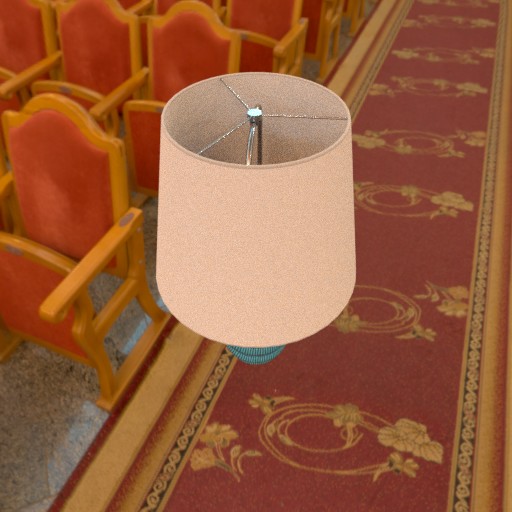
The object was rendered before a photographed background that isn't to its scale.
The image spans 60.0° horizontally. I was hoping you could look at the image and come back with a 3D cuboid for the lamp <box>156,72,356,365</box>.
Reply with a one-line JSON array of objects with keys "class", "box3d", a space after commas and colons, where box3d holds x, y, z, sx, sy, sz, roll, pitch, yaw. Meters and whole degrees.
[{"class": "lamp", "box3d": [0.000, 0.000, 0.562, 0.254, 0.392, 0.254, 0, 46, 0]}]
